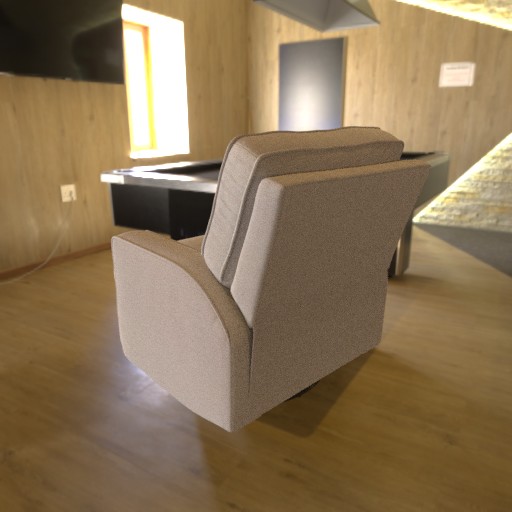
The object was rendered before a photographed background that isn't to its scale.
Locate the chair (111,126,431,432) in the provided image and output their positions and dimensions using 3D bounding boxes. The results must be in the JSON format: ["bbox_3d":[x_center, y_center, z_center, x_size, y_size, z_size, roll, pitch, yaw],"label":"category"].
[{"bbox_3d":[0.000,0.000,1.709,0.861,0.964,0.969,-16,23,-41],"label":"chair"}]
